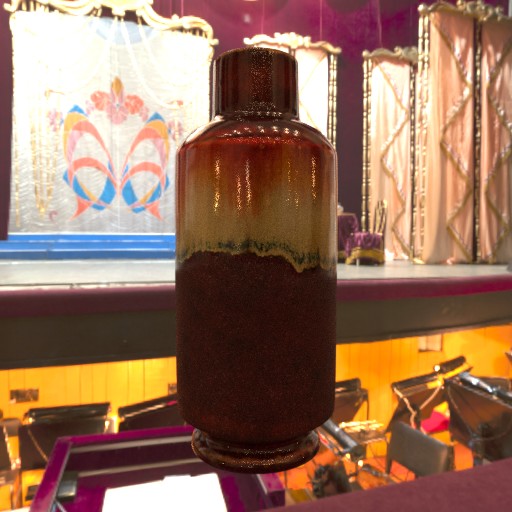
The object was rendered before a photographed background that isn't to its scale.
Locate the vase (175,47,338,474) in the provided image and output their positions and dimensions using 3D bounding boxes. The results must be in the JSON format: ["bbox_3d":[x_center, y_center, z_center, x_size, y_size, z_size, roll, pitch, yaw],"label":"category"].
[{"bbox_3d":[0.000,0.000,0.307,0.111,0.261,0.111,0,2,0],"label":"vase"}]
